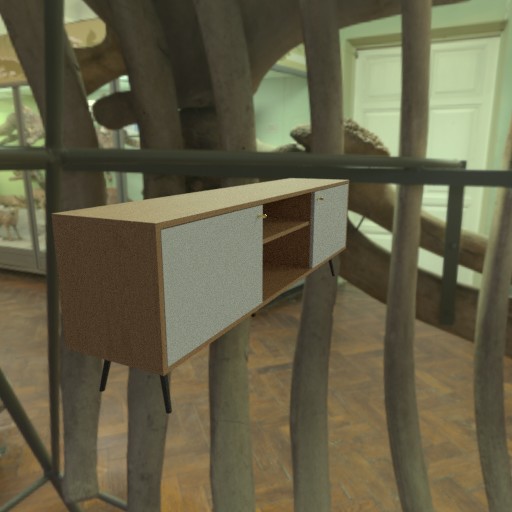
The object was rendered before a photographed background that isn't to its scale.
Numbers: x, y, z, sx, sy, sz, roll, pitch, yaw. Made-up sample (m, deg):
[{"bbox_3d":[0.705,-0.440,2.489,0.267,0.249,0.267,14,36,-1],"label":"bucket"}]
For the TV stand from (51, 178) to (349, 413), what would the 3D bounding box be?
[{"bbox_3d":[0.000,0.000,1.991,0.400,0.580,1.760,7,15,26],"label":"TV stand"}]
